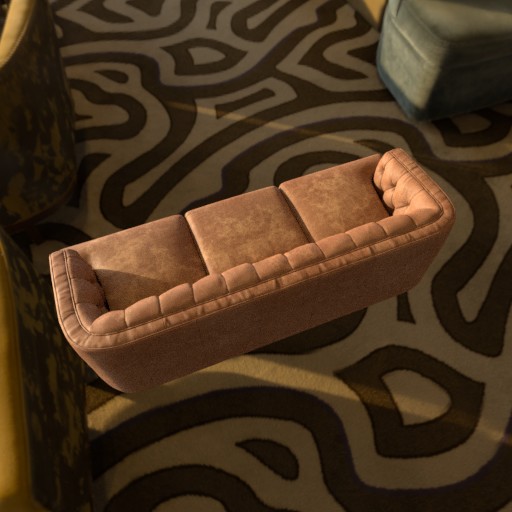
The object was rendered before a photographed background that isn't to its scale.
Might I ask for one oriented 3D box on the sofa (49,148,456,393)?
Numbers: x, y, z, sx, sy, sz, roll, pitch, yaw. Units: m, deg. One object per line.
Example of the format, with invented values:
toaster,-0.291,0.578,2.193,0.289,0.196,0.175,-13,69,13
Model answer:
sofa,0.000,0.000,2.708,2.257,0.791,0.922,-18,59,-11
